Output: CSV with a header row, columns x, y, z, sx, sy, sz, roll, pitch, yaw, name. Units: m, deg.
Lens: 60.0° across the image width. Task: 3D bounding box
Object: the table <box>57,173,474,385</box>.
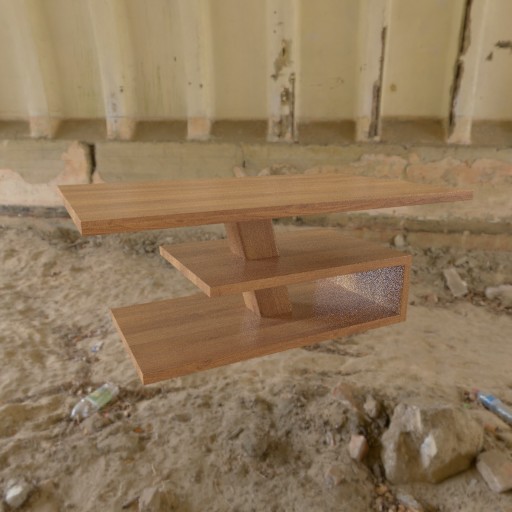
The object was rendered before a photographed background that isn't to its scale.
x,y,z,sx,sy,sz,roll,pitch,yaw,name
0.000,0.000,1.439,1.100,0.442,0.700,-8,17,-26,table
